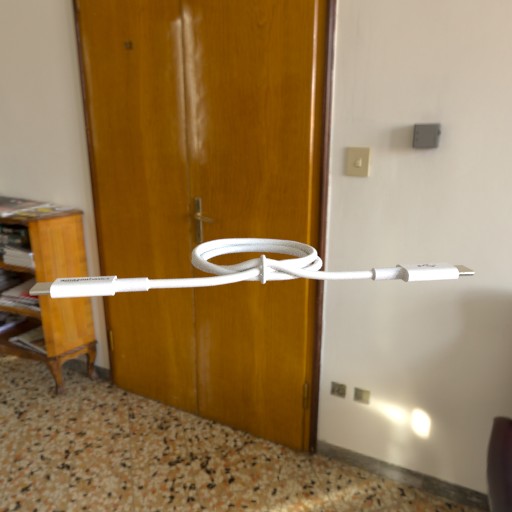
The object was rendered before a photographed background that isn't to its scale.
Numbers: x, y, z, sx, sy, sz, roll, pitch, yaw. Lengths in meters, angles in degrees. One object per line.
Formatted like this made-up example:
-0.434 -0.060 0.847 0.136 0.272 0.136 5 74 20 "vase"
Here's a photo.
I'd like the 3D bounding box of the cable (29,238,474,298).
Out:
0.000 0.000 0.231 0.203 0.014 0.070 -2 16 -8 "cable"
